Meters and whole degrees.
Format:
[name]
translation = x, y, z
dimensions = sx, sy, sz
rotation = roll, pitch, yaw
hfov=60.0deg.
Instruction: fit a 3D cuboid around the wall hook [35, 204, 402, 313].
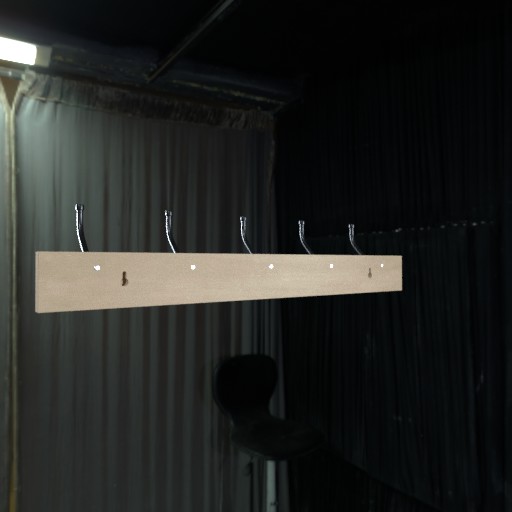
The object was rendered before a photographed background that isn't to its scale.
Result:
[wall hook]
translation = 0.000, 0.000, 0.625
dimensions = 0.571, 0.117, 0.071
rotation = 1, -1, -36
